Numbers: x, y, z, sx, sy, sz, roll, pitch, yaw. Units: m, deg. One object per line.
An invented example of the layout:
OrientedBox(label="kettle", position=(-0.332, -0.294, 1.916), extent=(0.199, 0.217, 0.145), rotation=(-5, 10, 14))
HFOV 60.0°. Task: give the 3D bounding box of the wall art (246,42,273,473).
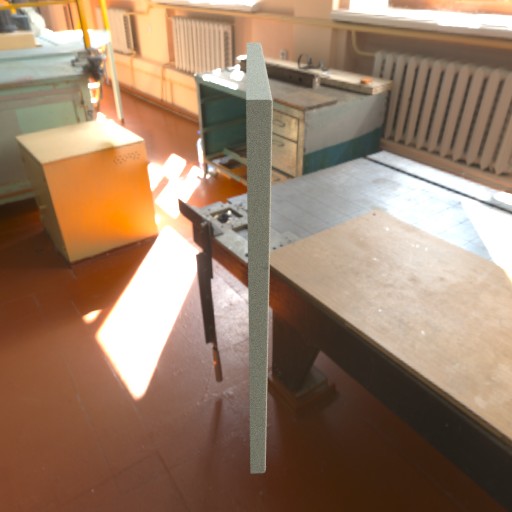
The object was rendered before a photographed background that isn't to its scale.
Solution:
OrientedBox(label="wall art", position=(0.000, 0.000, 1.128), extent=(0.038, 0.912, 0.607), rotation=(-1, 33, -1))
